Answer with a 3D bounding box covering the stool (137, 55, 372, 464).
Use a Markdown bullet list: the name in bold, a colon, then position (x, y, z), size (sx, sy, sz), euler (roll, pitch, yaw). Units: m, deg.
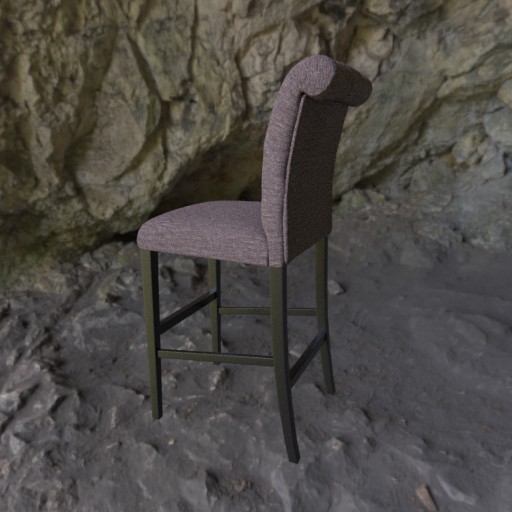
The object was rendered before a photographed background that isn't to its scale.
- **stool**: position (0.000, 0.000, 1.449), size (0.613, 1.131, 0.452), euler (7, 17, 24)
